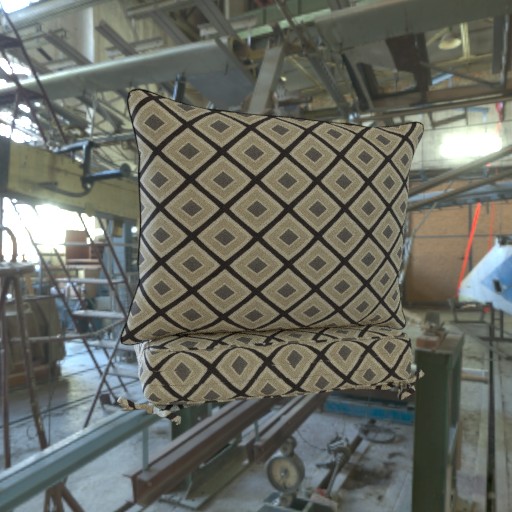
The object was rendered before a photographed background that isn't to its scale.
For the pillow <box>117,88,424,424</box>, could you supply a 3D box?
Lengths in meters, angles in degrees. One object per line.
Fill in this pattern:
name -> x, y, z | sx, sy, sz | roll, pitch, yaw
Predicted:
pillow -> 0.000, 0.000, 1.337 | 0.798, 0.722, 0.733 | 0, 0, -17
